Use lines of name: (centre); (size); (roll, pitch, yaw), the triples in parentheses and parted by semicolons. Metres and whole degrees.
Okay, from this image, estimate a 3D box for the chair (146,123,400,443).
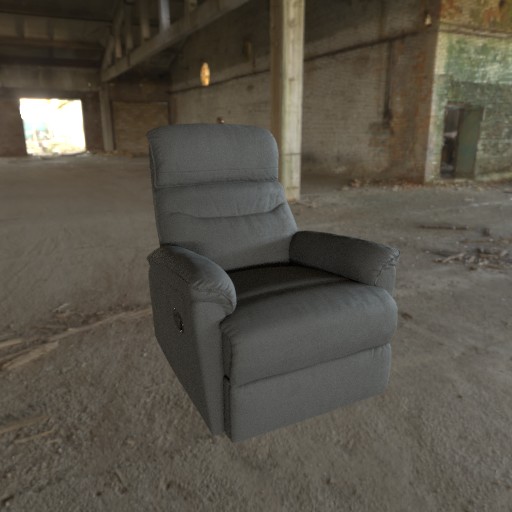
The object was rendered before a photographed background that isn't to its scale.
chair: (0.000, 0.000, 1.786); (0.820, 1.037, 1.004); (-8, 18, -26)
